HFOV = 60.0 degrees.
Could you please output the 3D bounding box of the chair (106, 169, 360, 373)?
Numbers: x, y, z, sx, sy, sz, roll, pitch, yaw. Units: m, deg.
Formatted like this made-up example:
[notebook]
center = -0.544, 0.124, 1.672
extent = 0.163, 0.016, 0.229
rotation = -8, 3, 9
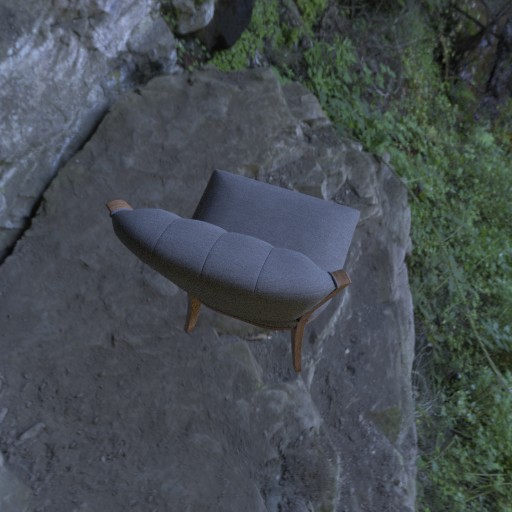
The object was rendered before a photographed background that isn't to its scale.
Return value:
[chair]
center = 0.000, 0.000, 1.282
extent = 0.513, 0.905, 0.584
rotation = 18, 64, 9
